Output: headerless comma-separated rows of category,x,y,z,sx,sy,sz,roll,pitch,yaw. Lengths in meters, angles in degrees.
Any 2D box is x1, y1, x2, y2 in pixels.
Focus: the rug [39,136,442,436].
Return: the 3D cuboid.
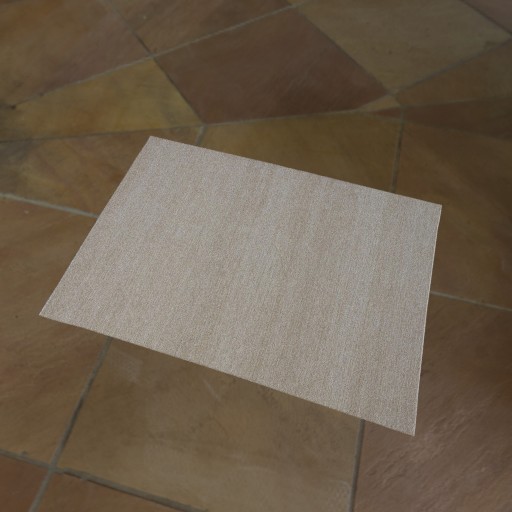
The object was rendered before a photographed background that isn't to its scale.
rug,0.000,0.000,3.683,2.869,0.038,2.032,15,60,9
